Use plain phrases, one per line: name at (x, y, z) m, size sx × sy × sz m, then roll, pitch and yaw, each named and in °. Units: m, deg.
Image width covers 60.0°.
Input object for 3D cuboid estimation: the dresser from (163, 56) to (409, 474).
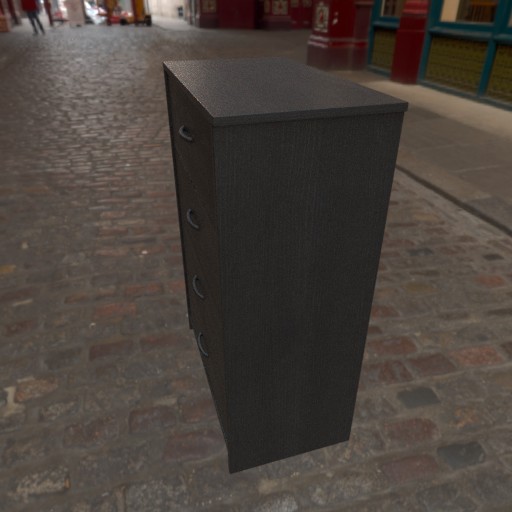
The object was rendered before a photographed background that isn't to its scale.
dresser at (0.000, 0.000, 1.348) m, size 0.398 × 1.020 × 0.700 m, roll -9°, pitch 32°, yaw -15°
